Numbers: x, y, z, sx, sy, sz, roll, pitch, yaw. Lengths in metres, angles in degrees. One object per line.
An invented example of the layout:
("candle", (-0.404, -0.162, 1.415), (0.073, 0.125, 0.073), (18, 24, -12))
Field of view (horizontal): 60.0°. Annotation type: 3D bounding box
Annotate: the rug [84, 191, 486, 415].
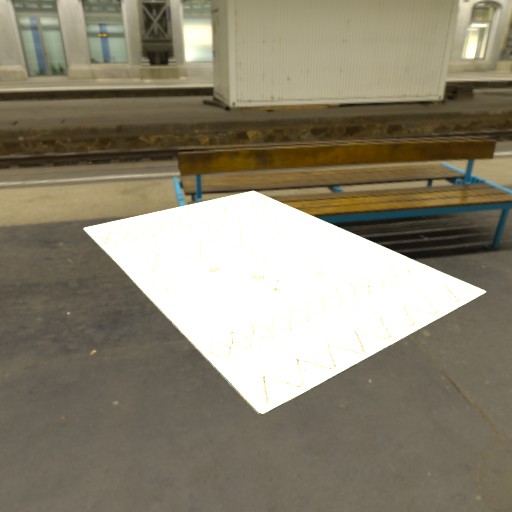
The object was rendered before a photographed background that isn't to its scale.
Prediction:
("rug", (0.000, 0.000, 2.333), (1.260, 0.009, 1.820), (-17, 31, -32))
